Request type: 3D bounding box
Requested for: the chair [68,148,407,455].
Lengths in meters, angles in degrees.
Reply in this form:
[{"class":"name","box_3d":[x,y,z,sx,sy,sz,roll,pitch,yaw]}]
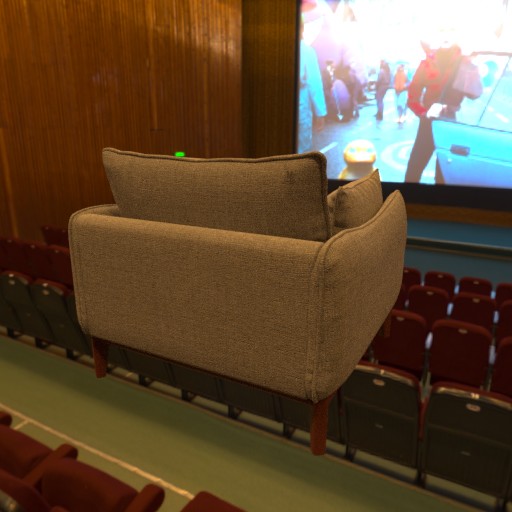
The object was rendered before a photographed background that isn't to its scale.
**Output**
[{"class":"chair","box_3d":[0.000,0.000,1.709,0.993,0.839,0.976,8,18,27]}]
